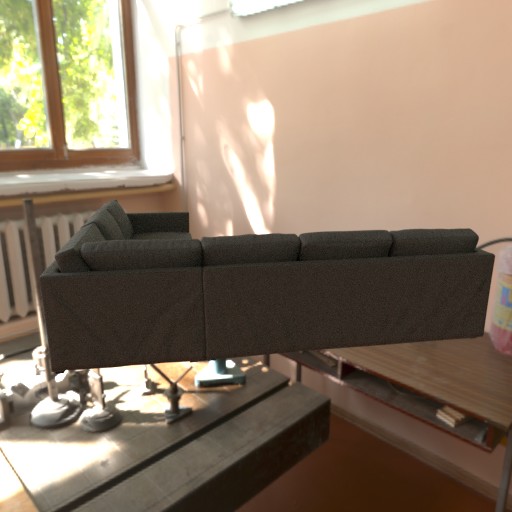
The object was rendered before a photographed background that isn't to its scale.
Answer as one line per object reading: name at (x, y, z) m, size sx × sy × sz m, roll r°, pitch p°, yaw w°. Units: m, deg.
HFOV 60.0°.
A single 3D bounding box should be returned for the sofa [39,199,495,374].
sofa at (0.000, 0.000, 4.211) m, size 3.182 × 0.871 × 2.432 m, roll -3°, pitch 15°, yaw -10°
